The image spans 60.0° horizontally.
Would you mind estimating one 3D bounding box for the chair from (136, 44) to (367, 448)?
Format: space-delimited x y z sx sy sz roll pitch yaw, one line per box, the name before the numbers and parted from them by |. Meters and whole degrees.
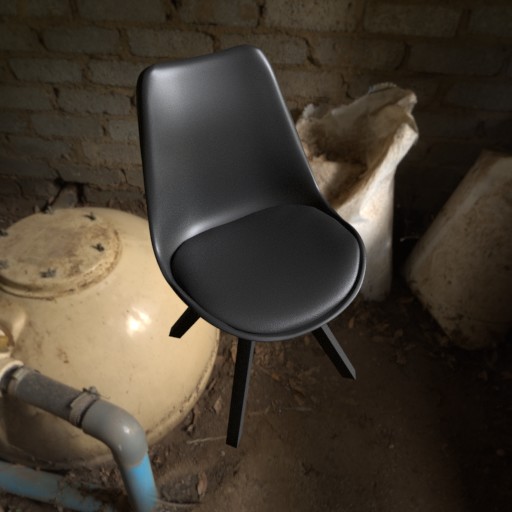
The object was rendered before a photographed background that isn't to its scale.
chair | 0.000 0.000 1.135 0.485 0.850 0.530 -22 49 -21
